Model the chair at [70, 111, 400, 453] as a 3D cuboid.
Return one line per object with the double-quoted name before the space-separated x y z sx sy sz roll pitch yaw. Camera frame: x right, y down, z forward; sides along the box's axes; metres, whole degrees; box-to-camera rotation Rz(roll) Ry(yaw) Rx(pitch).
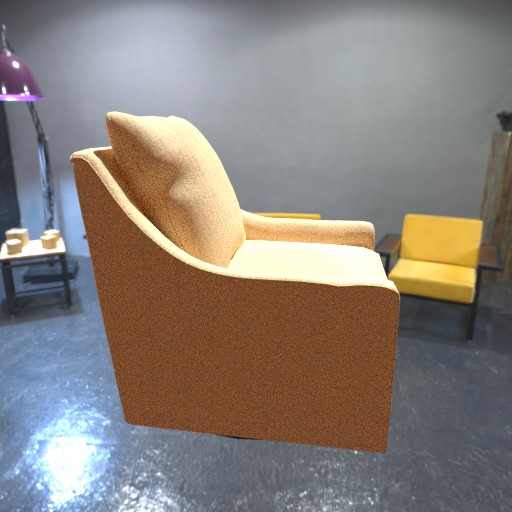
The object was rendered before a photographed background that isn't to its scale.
"chair" 0.000 0.000 1.512 0.876 0.927 0.760 3 17 9
